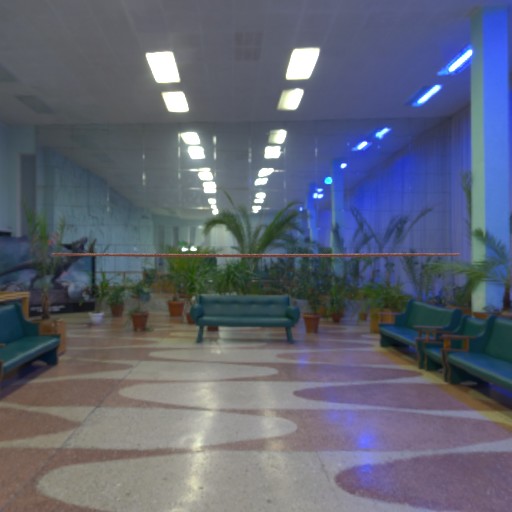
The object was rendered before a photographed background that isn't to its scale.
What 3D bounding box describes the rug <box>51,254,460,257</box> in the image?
[{"bbox_3d":[0.000,0.000,2.755,1.594,0.009,2.112,0,0,0],"label":"rug"}]
